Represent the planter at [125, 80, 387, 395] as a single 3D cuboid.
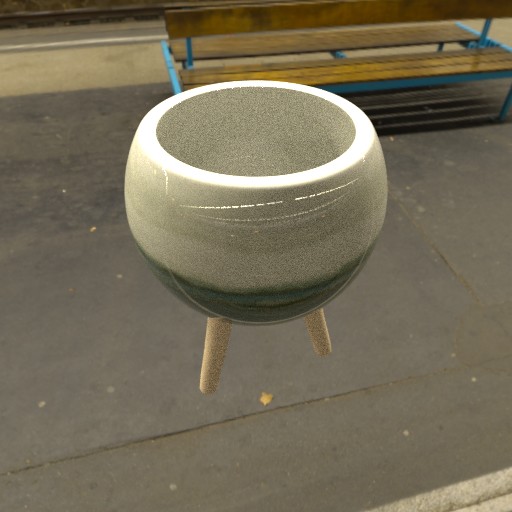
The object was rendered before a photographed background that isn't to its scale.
[{"bbox_3d":[0.000,0.000,0.437,0.222,0.278,0.222,0,42,0],"label":"planter"}]
